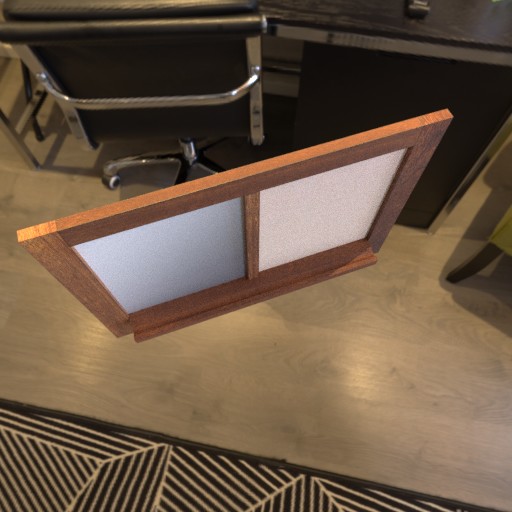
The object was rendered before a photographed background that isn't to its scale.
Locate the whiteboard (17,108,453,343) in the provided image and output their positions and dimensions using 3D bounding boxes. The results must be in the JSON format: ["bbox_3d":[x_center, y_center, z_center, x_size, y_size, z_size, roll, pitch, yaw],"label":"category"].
[{"bbox_3d":[0.000,0.000,1.000,0.783,0.559,0.083,-18,65,-8],"label":"whiteboard"}]
